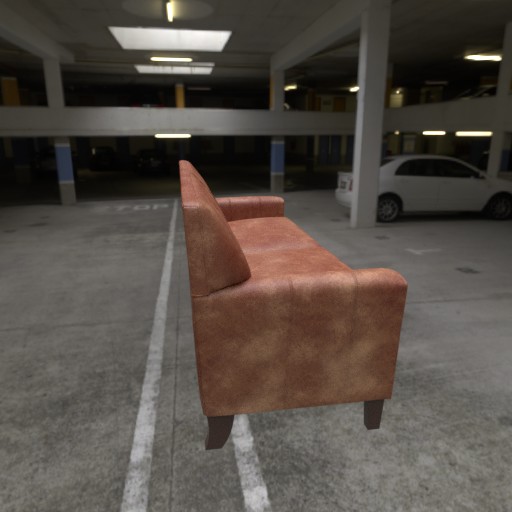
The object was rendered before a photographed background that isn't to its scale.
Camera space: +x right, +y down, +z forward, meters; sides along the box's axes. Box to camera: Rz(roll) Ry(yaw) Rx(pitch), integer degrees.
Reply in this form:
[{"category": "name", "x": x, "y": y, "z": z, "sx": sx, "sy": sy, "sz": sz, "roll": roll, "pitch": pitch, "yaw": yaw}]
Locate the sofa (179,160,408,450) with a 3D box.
[{"category": "sofa", "x": 0.000, "y": 0.000, "z": 2.497, "sx": 0.805, "sy": 0.947, "sz": 2.053, "roll": -3, "pitch": 16, "yaw": -9}]
